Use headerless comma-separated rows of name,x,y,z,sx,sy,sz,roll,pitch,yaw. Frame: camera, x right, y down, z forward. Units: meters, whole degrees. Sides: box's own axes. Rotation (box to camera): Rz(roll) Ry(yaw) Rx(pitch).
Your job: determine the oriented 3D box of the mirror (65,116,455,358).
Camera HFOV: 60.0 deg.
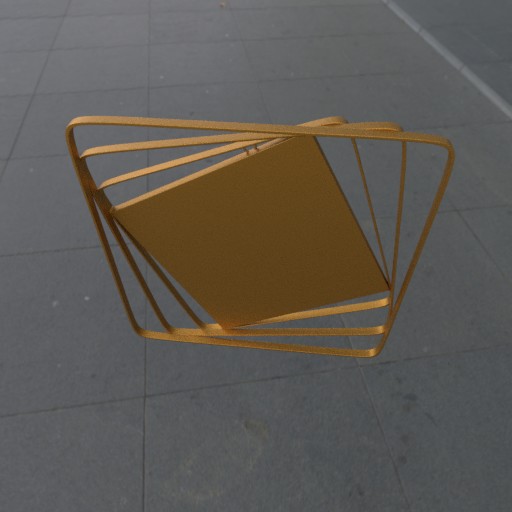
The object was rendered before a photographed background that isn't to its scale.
mirror,0.000,0.000,0.687,0.470,0.468,0.045,4,47,4
